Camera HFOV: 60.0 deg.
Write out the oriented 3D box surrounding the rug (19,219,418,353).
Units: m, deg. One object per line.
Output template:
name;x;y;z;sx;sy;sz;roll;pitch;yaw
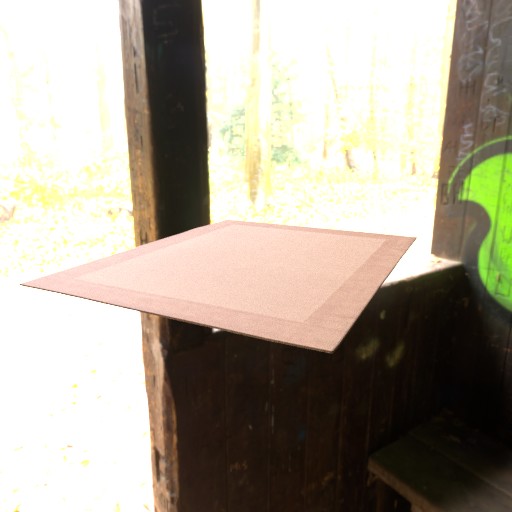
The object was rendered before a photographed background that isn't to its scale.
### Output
rug;0.000;0.000;4.088;2.431;0.021;3.057;7;17;26
